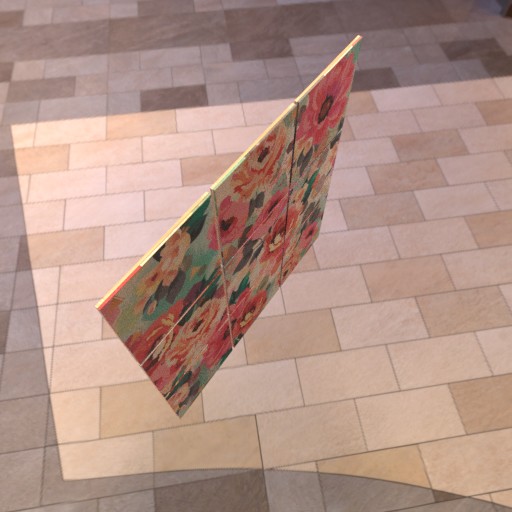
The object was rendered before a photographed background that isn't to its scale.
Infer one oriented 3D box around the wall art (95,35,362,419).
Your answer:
[{"bbox_3d":[0.000,0.000,1.313,0.012,0.910,0.911,31,64,17],"label":"wall art"}]
